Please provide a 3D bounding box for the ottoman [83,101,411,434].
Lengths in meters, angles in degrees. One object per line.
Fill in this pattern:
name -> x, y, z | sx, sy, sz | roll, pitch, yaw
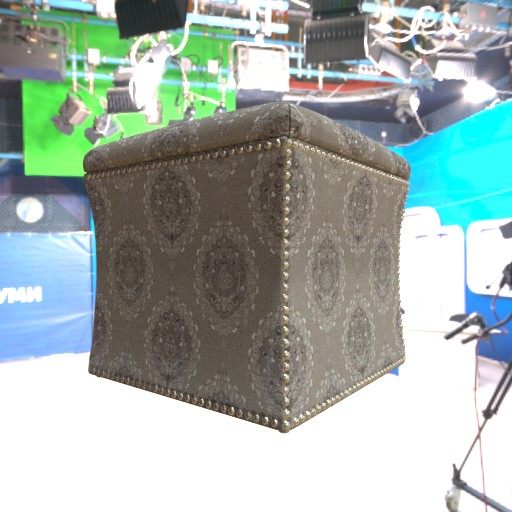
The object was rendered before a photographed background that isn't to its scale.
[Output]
ottoman -> 0.000, 0.000, 0.908 | 0.497, 0.473, 0.507 | 1, 1, 37
